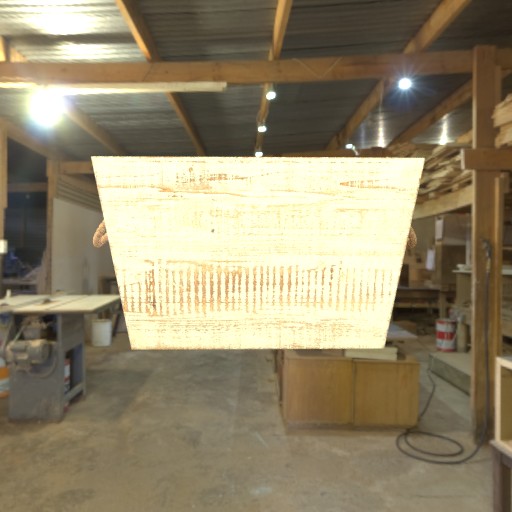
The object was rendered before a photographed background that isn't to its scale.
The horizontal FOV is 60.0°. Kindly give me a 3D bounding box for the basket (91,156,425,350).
[{"bbox_3d":[0.000,0.000,0.754,0.545,0.247,0.413,0,0,-1],"label":"basket"}]
